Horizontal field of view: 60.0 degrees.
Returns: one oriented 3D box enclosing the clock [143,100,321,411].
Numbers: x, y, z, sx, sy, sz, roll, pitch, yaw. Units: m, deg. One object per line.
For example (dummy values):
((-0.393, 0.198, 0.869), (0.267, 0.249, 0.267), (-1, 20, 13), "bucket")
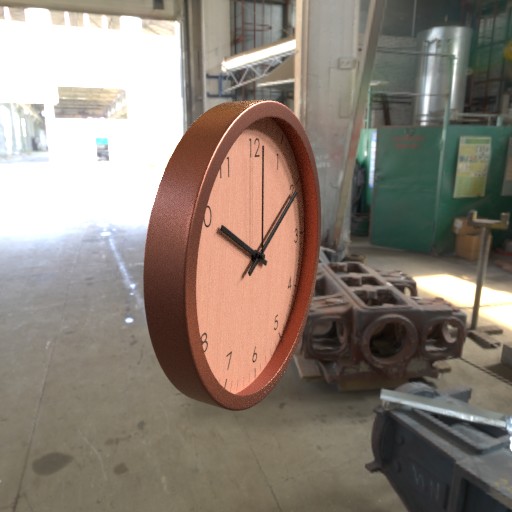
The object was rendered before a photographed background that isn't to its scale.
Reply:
((0.000, 0.000, 0.474), (0.040, 0.313, 0.313), (7, 16, 26), "clock")
